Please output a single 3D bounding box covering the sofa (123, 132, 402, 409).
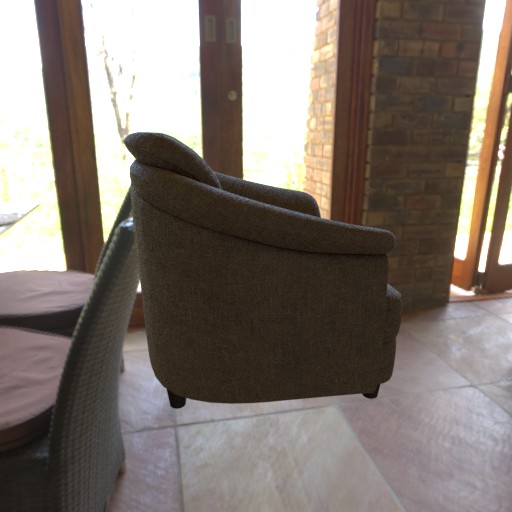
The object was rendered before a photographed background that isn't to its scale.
[{"bbox_3d":[0.000,0.000,1.507,0.794,0.811,0.870,-2,16,-9],"label":"sofa"}]
